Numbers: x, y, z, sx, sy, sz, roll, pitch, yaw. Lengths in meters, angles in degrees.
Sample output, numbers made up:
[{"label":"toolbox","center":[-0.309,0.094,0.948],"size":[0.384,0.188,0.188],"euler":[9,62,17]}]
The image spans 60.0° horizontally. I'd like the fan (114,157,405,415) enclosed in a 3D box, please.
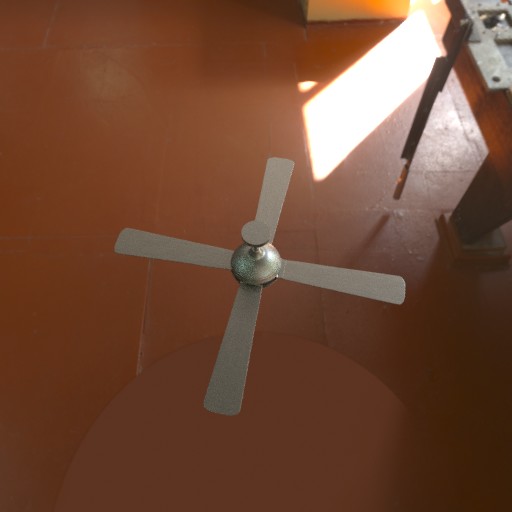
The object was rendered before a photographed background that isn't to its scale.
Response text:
[{"label":"fan","center":[0.000,0.000,2.023],"size":[1.321,0.381,1.321],"euler":[28,63,16]}]
